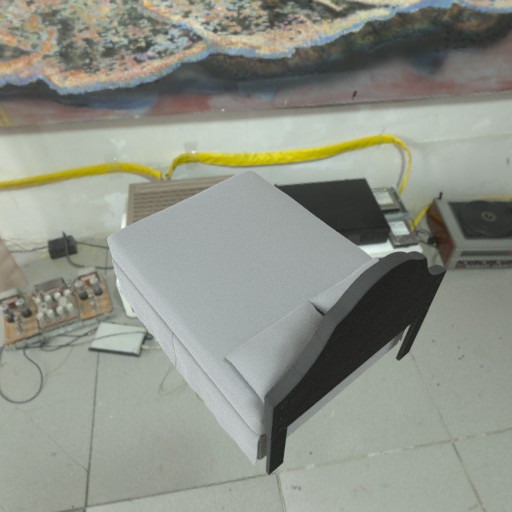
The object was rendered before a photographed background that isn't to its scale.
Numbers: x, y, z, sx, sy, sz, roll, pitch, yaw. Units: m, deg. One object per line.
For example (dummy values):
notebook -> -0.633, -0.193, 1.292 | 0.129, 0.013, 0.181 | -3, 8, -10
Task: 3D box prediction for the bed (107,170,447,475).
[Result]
bed -> 0.000, 0.000, 3.357 | 1.636, 1.575, 2.155 | -30, 53, -26
